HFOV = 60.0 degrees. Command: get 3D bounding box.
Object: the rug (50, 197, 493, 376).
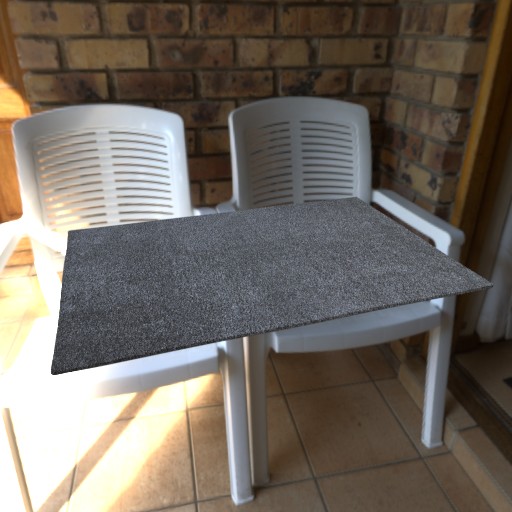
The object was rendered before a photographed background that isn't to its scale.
[{"bbox_3d":[0.000,0.000,3.296,2.699,0.026,1.802,-8,28,-16],"label":"rug"}]
